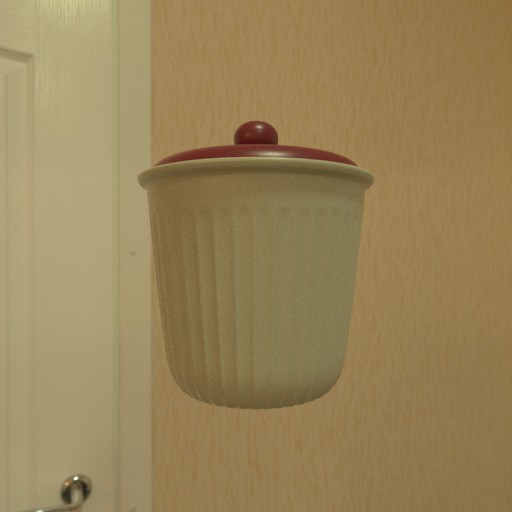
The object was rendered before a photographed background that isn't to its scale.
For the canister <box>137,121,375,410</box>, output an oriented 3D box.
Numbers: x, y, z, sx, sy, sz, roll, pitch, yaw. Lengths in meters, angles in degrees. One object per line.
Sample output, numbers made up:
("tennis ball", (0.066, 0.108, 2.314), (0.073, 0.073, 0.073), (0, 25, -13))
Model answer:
("canister", (0.000, 0.000, 0.351), (0.181, 0.211, 0.181), (0, 1, 0))
